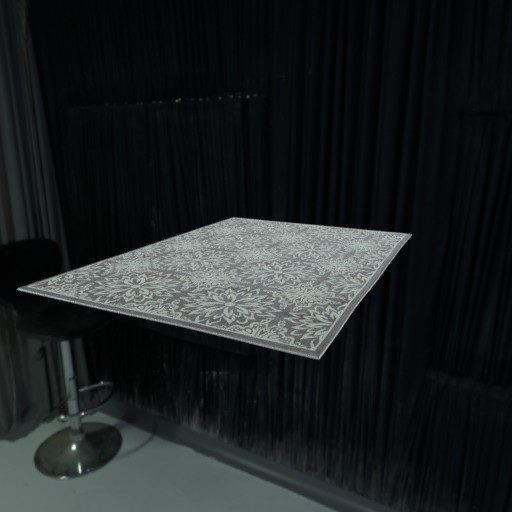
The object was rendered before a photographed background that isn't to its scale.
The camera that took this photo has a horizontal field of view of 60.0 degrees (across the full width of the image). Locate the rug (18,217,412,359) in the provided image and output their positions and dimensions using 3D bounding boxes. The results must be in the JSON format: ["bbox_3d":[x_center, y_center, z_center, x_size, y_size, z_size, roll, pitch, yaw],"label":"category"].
[{"bbox_3d":[0.000,0.000,2.855,1.608,0.014,2.213,8,17,26],"label":"rug"}]
